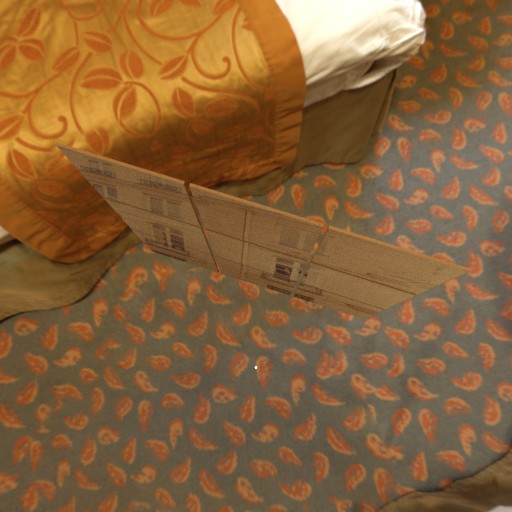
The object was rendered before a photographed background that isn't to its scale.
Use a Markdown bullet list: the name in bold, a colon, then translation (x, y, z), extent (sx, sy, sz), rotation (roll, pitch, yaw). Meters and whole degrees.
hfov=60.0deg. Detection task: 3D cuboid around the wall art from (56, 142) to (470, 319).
- **wall art**: translation (0.000, 0.000, 2.298), extent (1.526, 1.522, 0.023), rotation (17, 77, 4)
